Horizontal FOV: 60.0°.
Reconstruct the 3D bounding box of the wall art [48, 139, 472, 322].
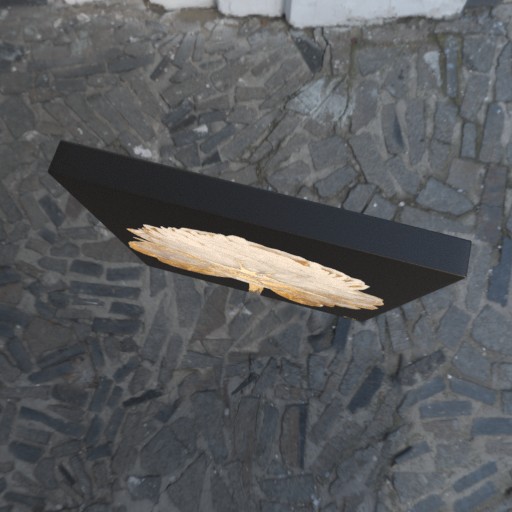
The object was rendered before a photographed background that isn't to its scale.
[{"bbox_3d":[0.000,0.000,0.614,0.406,0.407,0.041,14,76,4],"label":"wall art"}]
